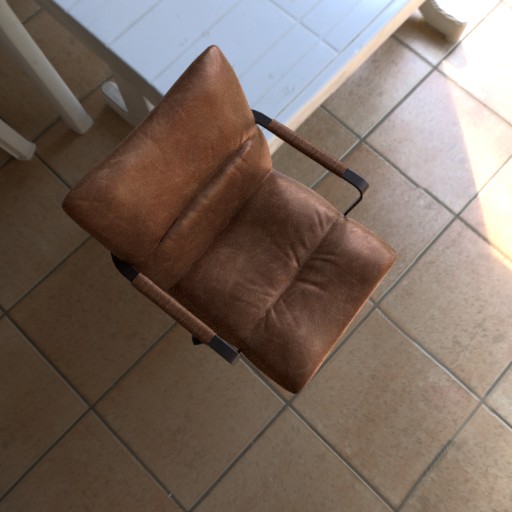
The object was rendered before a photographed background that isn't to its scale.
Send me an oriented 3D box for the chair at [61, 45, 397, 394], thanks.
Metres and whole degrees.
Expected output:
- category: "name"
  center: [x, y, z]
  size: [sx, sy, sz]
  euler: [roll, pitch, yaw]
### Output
- category: "chair"
  center: [0.000, 0.000, 1.455]
  size: [0.754, 0.922, 0.727]
  euler: [37, 78, 9]
